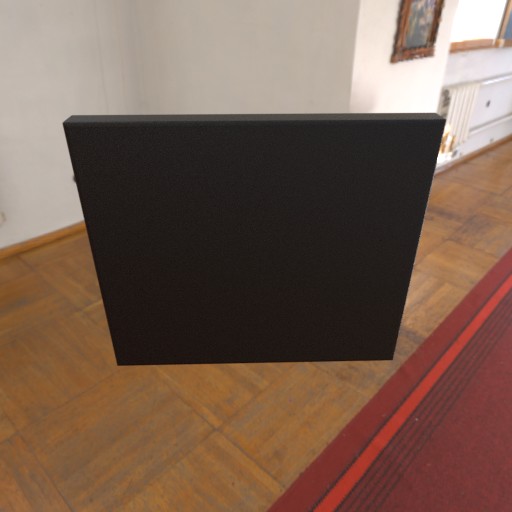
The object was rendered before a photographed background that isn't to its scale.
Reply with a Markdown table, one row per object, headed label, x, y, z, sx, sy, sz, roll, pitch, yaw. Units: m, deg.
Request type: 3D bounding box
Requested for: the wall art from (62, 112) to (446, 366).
| label | x | y | z | sx | sy | sz | roll | pitch | yaw |
| --- | --- | --- | --- | --- | --- | --- | --- | --- | --- |
| wall art | 0.000 | 0.000 | 0.536 | 0.380 | 0.330 | 0.028 | -1 | 32 | -1 |
